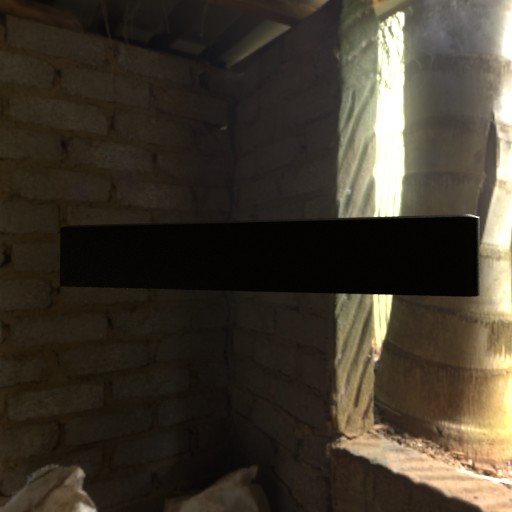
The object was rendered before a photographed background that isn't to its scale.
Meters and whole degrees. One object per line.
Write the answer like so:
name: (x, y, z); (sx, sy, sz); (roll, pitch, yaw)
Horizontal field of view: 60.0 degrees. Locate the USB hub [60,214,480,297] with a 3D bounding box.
USB hub: (0.000, 0.000, 0.165); (0.145, 0.023, 0.044); (0, 0, 18)
